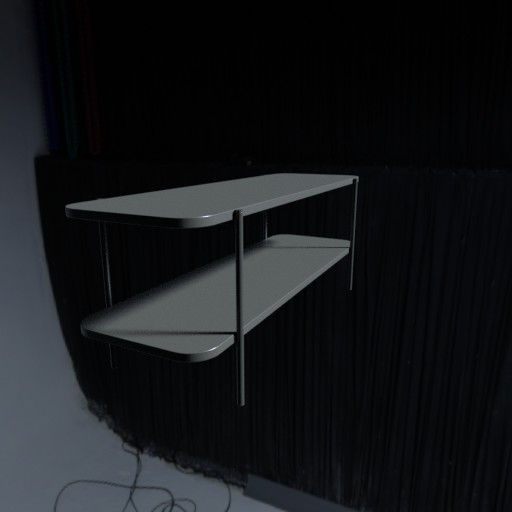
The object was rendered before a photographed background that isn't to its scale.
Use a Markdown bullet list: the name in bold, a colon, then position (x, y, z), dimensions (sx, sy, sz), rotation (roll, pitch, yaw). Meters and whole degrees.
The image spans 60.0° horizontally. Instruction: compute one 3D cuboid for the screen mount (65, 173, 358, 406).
- **screen mount**: position (0.000, 0.000, 1.435), dimensions (0.400, 0.447, 1.200), rotation (7, 16, 26)
